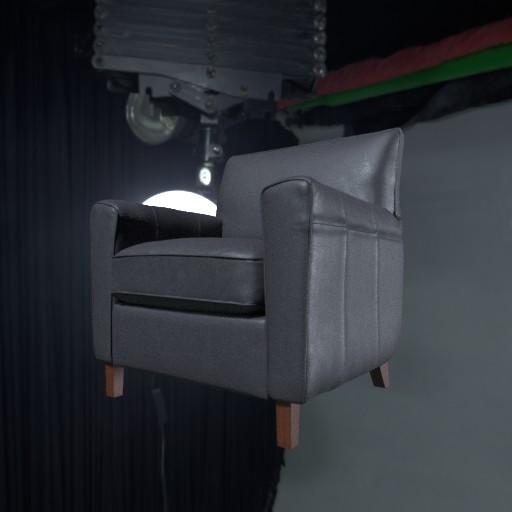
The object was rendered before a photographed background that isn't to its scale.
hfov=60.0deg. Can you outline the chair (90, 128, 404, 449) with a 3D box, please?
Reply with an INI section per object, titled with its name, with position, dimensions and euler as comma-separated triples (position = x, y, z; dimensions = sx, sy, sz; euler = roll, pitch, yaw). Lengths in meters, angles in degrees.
[chair]
position = 0.000, 0.000, 1.567
dimensions = 0.870, 0.943, 0.825
euler = 0, -1, 36
